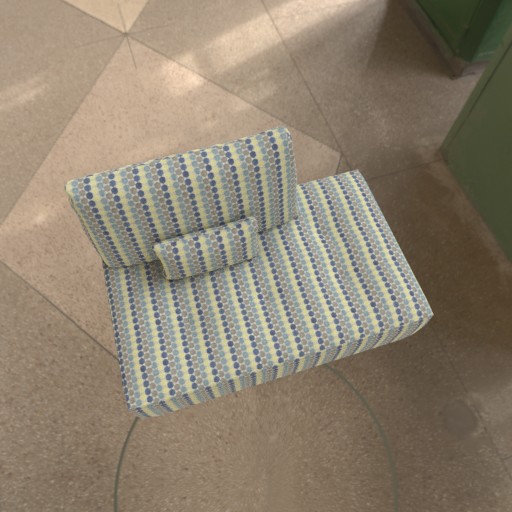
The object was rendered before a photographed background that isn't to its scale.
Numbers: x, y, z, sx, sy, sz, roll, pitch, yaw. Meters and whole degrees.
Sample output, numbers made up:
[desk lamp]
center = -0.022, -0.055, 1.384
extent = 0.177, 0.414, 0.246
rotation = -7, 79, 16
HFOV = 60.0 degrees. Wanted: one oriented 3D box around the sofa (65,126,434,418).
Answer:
[sofa]
center = 0.000, 0.000, 2.065
extent = 1.450, 0.820, 1.000
rotation = -15, 64, -8
